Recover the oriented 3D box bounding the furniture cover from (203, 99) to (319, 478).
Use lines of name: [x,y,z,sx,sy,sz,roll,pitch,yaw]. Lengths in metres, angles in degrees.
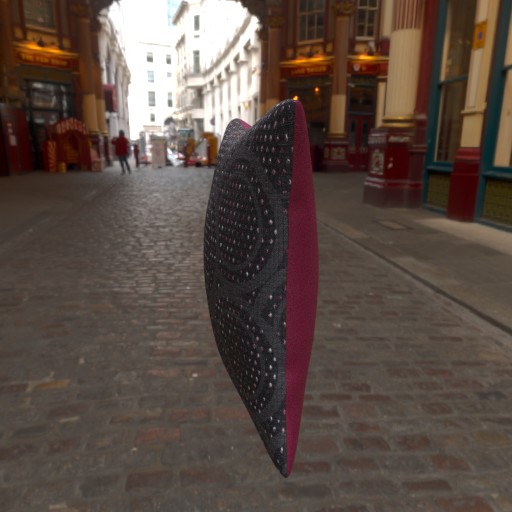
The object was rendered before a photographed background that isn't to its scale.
furniture cover: [0.000,0.000,0.821,0.193,0.509,0.552,-2,15,-9]
